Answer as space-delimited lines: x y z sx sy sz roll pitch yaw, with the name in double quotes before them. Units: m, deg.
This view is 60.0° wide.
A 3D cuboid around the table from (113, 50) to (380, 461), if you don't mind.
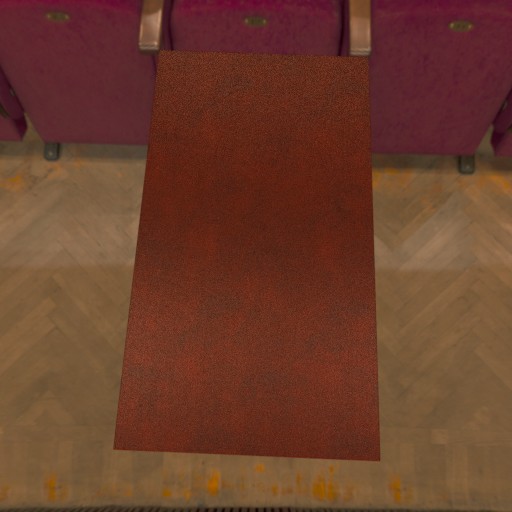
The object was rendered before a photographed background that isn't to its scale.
"table" 0.000 0.000 1.220 0.533 0.456 0.943 2 75 1
